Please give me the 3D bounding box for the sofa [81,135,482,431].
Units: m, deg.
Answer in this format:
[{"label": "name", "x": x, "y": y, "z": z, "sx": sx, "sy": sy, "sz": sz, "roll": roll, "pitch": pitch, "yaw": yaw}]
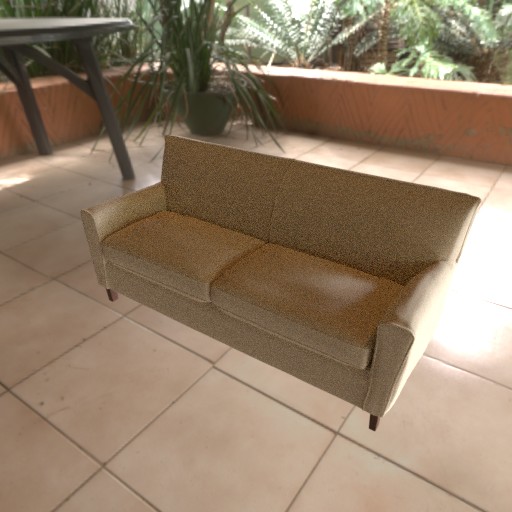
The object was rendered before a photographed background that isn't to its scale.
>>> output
[{"label": "sofa", "x": 0.000, "y": 0.000, "z": 2.478, "sx": 2.001, "sy": 0.907, "sz": 0.841, "roll": 19, "pitch": 35, "yaw": 29}]
